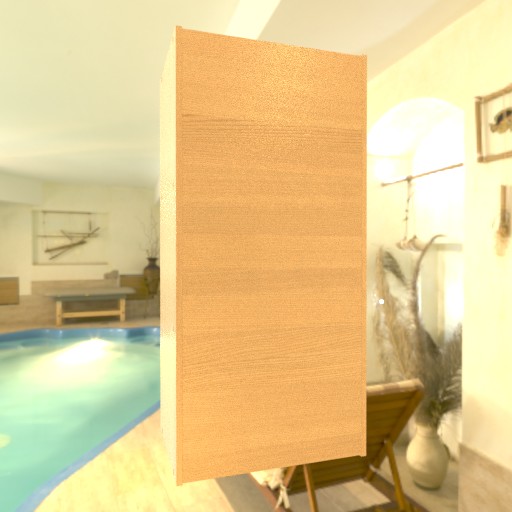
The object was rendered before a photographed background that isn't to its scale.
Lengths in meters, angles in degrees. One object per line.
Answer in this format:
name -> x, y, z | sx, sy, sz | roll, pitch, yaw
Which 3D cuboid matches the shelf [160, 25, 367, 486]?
shelf -> 0.000, 0.000, 1.045 | 0.417, 0.876, 0.292 | 0, 1, -18
